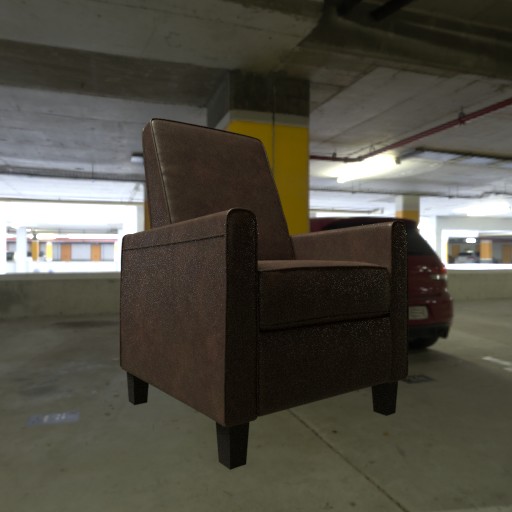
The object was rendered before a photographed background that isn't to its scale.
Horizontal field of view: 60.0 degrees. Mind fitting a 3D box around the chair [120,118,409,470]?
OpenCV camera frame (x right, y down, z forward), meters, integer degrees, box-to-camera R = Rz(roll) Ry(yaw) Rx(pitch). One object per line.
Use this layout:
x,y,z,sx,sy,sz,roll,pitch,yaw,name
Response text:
0.000,0.000,1.500,0.705,1.013,0.746,0,0,-37,chair
